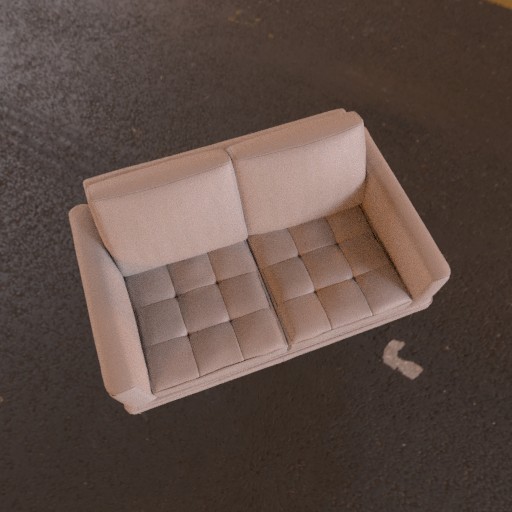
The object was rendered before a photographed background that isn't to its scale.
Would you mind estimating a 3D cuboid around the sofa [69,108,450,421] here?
[{"bbox_3d":[0.000,0.000,2.460,1.819,0.930,1.121,-18,65,-9],"label":"sofa"}]
